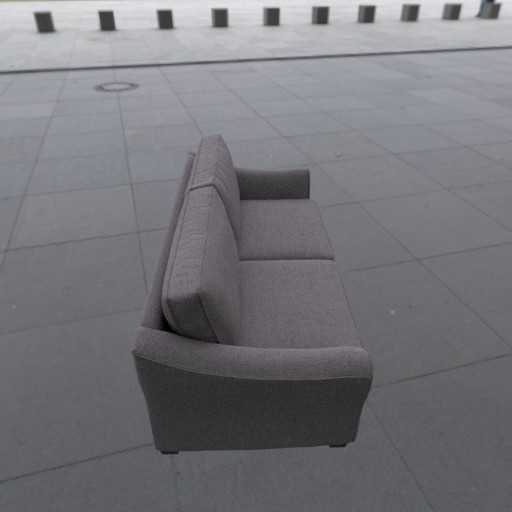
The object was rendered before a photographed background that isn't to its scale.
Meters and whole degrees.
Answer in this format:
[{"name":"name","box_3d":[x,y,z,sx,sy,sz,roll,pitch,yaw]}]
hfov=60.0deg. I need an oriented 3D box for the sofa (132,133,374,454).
[{"name":"sofa","box_3d":[0.000,0.000,2.737,1.013,0.976,2.203,-1,33,-1]}]
